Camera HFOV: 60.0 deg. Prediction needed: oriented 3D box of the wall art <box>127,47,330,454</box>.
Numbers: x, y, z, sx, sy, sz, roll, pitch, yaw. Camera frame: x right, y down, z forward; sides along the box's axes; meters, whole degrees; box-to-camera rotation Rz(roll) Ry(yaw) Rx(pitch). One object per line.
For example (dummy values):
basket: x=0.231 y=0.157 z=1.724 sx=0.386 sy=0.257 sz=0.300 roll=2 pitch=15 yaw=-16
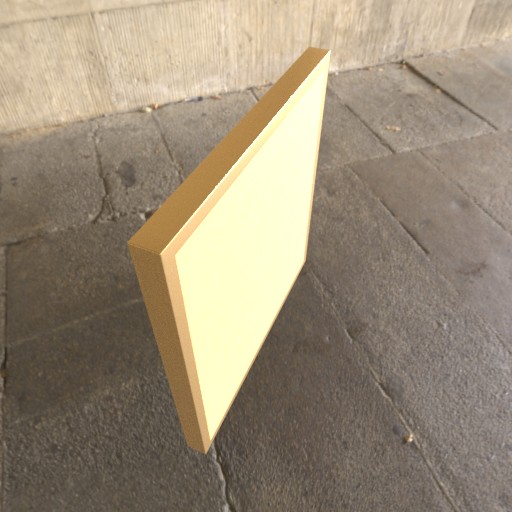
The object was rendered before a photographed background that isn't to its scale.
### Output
wall art: x=0.000 y=0.000 z=0.454 sx=0.023 sy=0.305 sz=0.305 roll=18 pitch=49 yaw=17
